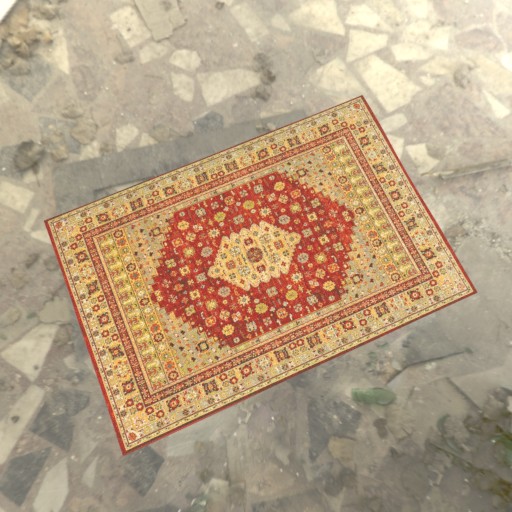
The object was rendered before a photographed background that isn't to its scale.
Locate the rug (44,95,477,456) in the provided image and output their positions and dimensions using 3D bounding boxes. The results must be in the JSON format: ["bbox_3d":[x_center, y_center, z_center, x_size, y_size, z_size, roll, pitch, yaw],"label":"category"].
[{"bbox_3d":[0.000,0.000,2.178,1.802,0.013,1.194,-23,76,-6],"label":"rug"}]
